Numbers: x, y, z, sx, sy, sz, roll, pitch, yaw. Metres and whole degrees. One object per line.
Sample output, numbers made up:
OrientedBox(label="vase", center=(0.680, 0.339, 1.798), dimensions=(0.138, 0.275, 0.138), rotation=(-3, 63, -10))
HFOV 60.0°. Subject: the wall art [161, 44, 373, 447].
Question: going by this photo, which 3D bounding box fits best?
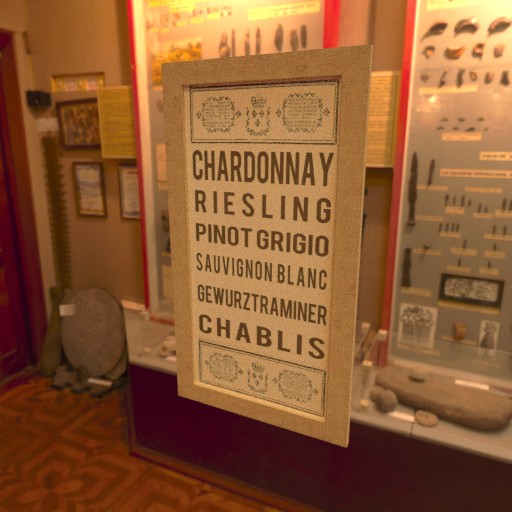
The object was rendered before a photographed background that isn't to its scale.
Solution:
OrientedBox(label="wall art", center=(0.000, 0.000, 0.818), dimensions=(0.381, 0.683, 0.013), rotation=(7, 17, 26))
